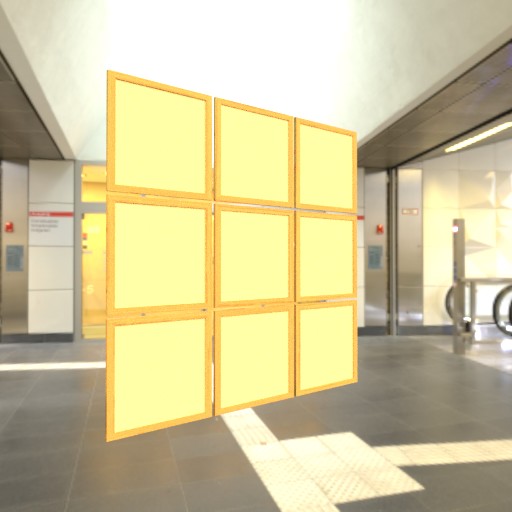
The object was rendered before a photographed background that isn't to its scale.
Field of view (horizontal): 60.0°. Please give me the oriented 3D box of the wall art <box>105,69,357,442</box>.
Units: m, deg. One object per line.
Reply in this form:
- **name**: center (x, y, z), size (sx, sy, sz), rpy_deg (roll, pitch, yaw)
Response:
- **wall art**: center (0.000, 0.000, 1.812), size (1.214, 1.219, 0.013), rpy_deg (0, -1, -36)
